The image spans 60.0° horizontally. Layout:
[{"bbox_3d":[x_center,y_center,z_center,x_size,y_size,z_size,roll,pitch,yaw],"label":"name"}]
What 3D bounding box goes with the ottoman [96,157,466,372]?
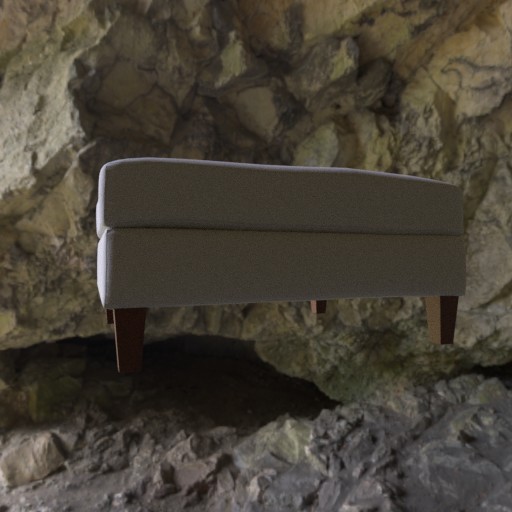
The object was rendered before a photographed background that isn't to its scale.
[{"bbox_3d":[0.000,0.000,1.442,0.976,0.492,0.836,0,0,-20],"label":"ottoman"}]
